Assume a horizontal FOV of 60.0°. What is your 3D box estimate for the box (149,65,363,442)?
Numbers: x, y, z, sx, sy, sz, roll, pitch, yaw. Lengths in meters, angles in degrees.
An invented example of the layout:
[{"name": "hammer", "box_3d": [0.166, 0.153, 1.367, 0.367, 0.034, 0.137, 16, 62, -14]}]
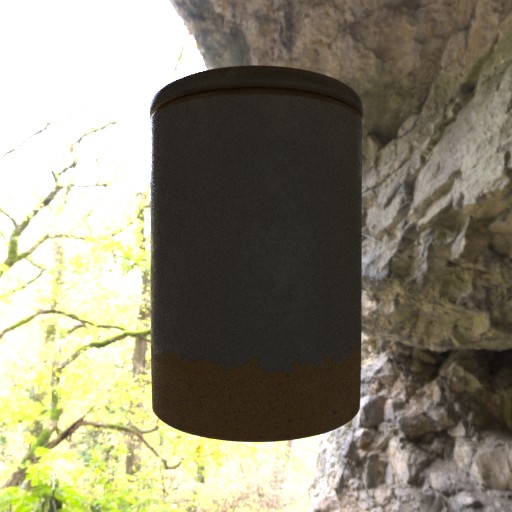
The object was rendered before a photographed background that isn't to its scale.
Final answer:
[{"name": "box", "box_3d": [0.000, 0.000, 0.250, 0.118, 0.168, 0.118, 0, -1, 0]}]
